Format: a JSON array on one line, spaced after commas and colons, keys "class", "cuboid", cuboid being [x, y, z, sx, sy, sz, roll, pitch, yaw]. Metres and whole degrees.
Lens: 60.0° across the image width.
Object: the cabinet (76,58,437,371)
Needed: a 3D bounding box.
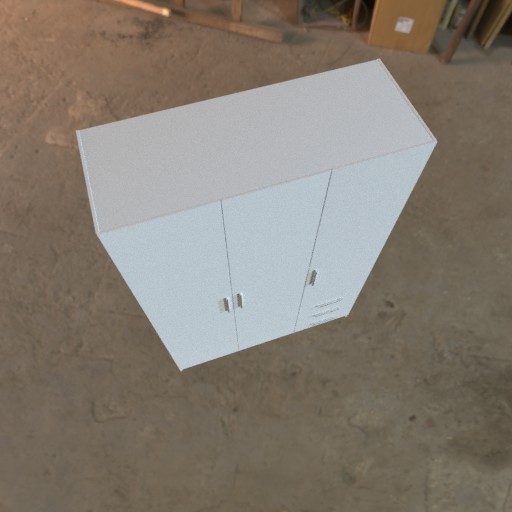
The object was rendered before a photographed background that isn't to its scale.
[{"class": "cabinet", "cuboid": [0.000, 0.000, 2.529, 1.290, 1.910, 0.510, -17, 63, -9]}]
